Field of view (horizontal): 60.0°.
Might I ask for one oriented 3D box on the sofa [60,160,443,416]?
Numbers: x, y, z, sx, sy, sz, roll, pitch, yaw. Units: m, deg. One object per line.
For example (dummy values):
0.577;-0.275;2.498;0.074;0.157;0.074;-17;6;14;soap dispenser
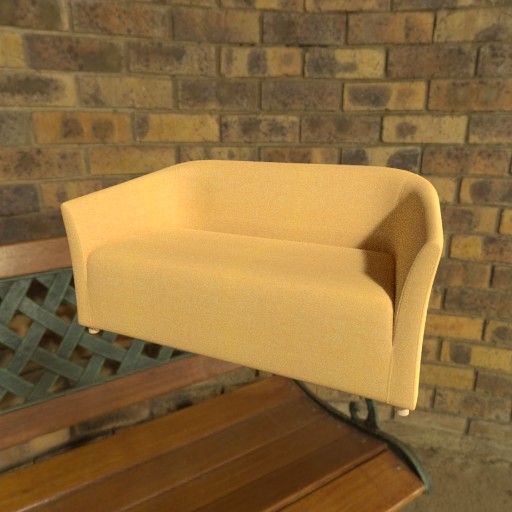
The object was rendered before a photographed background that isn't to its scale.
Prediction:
0.000;0.000;1.857;1.452;0.721;0.705;8;18;25;sofa
